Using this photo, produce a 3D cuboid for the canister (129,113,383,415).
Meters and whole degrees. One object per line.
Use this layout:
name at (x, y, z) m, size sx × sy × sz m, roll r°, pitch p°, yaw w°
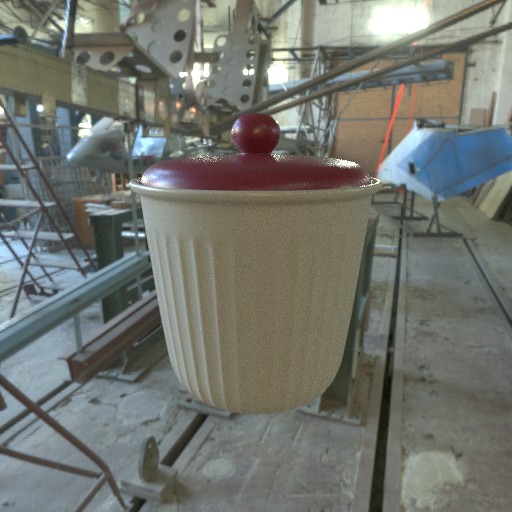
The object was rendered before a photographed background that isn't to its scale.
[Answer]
canister at (0.000, 0.000, 0.343) m, size 0.181 × 0.211 × 0.181 m, roll 0°, pitch 14°, yaw 0°
